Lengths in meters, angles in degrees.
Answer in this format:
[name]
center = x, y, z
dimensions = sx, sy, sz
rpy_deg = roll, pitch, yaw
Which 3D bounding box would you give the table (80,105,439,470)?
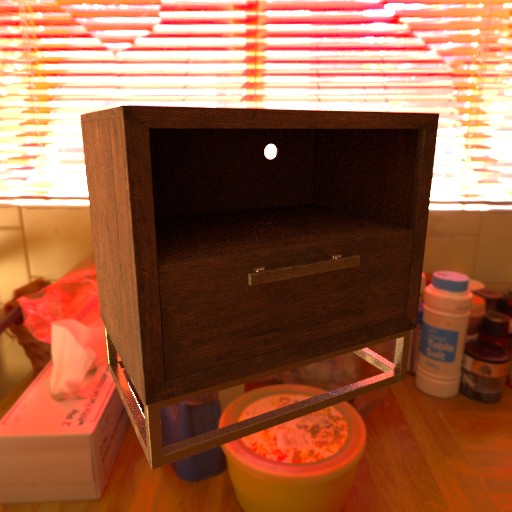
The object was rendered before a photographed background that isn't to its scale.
[table]
center = 0.000, 0.000, 1.218
dimensions = 0.767, 0.746, 0.542
rpy_deg = -8, 18, -27
